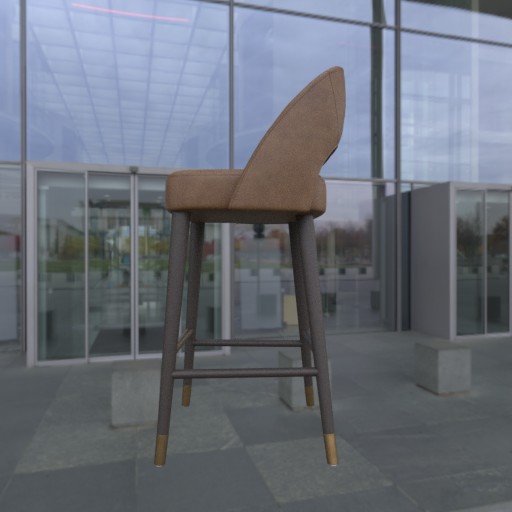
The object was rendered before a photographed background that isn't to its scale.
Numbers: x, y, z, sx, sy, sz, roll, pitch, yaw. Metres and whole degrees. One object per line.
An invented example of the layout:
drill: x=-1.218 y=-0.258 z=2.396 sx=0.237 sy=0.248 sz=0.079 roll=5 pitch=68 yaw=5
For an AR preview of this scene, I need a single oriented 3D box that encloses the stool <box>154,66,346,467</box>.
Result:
stool: x=0.000 y=0.000 z=1.315 sx=0.509 sy=1.037 sz=0.494 roll=0 pitch=0 yaw=0
